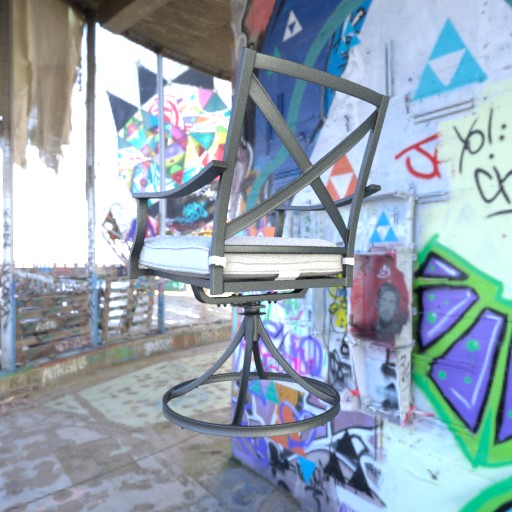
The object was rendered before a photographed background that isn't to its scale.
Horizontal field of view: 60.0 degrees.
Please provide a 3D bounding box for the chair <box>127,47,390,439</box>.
[{"bbox_3d":[0.000,0.000,1.313,0.575,0.889,0.620,0,0,-37],"label":"chair"}]
